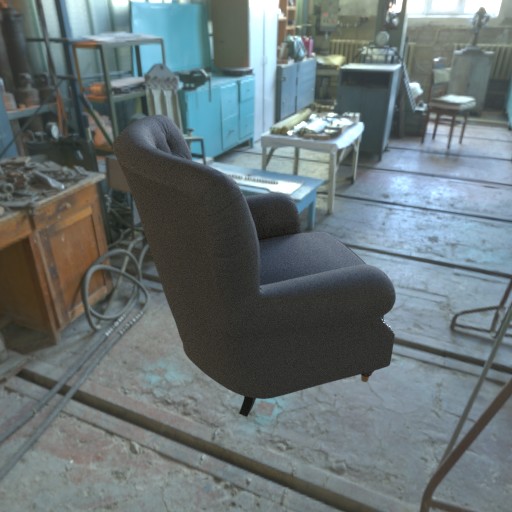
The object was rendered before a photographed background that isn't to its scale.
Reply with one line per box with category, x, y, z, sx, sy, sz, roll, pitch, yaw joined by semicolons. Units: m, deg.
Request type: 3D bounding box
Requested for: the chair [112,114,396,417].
chair;0.000;0.000;1.812;0.983;1.046;0.983;-10;31;-18
